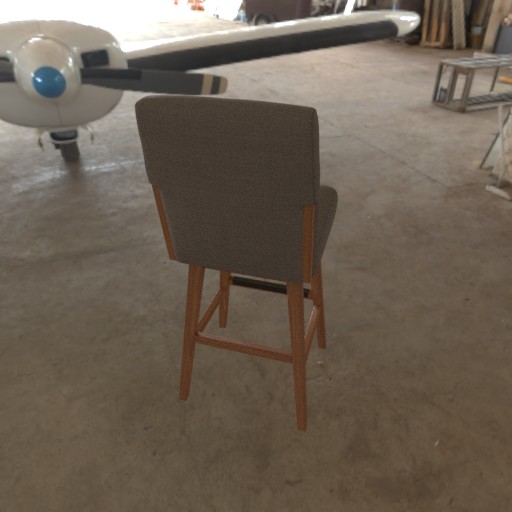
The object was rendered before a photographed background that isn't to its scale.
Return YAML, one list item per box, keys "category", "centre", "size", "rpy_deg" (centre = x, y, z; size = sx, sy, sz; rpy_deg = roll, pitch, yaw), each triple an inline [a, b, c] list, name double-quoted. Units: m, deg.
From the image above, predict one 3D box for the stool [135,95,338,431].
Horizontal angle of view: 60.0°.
- category: "stool"
  centre: [0.000, 0.000, 1.464]
  size: [0.483, 1.112, 0.570]
  rpy_deg: [9, 33, 14]
